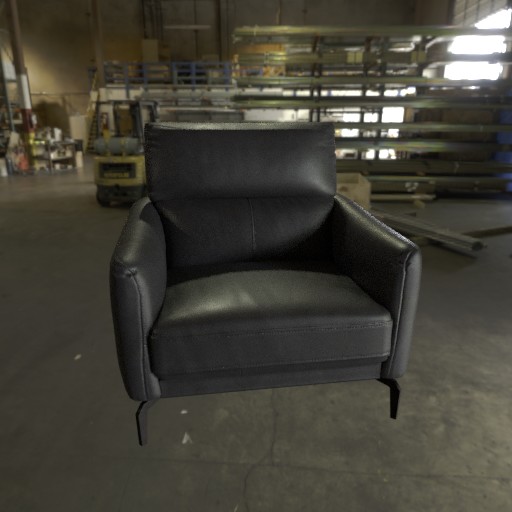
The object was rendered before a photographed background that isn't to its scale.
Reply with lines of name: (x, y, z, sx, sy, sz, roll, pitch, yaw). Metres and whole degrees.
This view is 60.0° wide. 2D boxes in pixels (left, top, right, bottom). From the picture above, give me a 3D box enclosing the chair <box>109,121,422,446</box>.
chair: (0.000, 0.000, 1.637, 0.976, 0.949, 0.809, -3, 17, -8)
